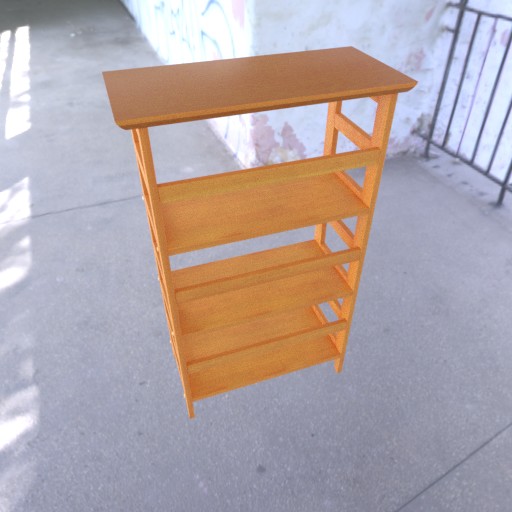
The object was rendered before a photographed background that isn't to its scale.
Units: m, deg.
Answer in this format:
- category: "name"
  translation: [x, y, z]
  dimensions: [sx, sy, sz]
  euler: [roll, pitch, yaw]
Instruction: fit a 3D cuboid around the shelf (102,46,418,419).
- category: "shelf"
  translation: [0.000, 0.000, 1.354]
  dimensions: [0.660, 1.067, 0.305]
  euler: [-13, 41, -15]
